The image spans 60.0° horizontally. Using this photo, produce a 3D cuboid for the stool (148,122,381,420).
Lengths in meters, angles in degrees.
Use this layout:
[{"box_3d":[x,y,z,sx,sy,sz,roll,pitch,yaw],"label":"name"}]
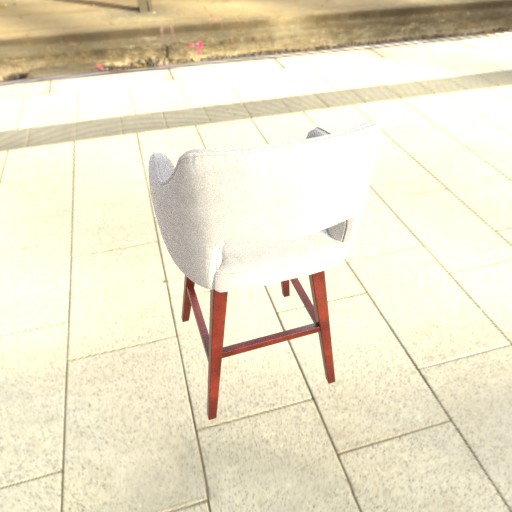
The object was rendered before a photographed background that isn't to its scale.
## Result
[{"box_3d":[0.000,0.000,1.367,0.548,1.012,0.558,-12,43,-14],"label":"stool"}]
